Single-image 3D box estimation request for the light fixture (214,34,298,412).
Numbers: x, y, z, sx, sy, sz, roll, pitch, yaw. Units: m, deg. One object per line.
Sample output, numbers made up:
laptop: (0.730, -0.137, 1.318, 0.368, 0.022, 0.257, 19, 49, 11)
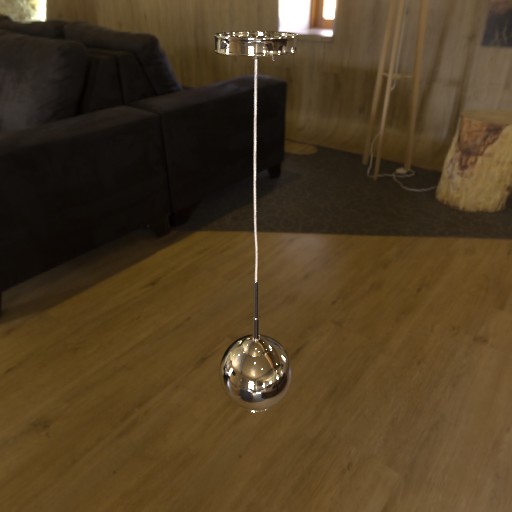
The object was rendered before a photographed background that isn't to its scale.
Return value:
light fixture: (0.000, 0.000, 1.714, 0.336, 1.538, 0.336, -20, 36, -30)
